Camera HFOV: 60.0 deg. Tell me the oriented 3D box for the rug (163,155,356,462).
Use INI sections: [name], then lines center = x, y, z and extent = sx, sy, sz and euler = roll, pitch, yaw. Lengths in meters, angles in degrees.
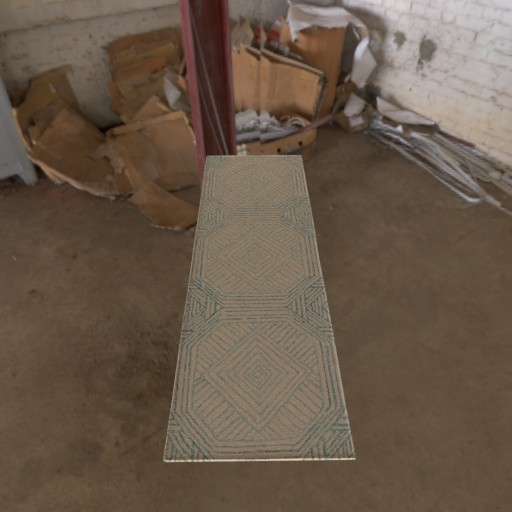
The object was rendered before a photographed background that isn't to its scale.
[rug]
center = 0.000, 0.000, 2.681
extent = 0.775, 0.012, 2.452
euler = 0, 42, -1
